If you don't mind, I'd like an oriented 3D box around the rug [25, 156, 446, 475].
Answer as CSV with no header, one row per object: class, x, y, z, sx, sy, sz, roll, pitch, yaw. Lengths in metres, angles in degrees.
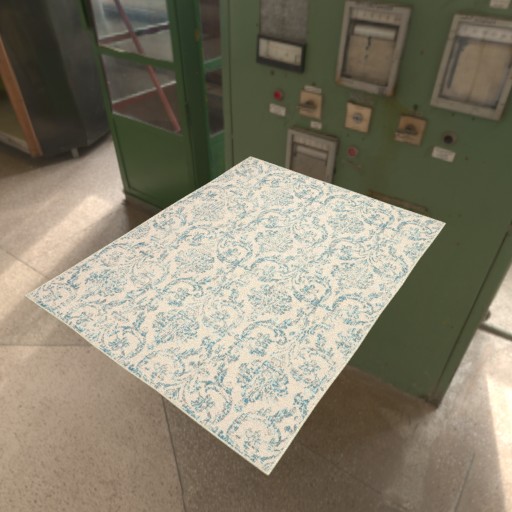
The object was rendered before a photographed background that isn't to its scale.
rug,0.000,0.000,3.898,2.363,0.012,2.980,25,46,27
